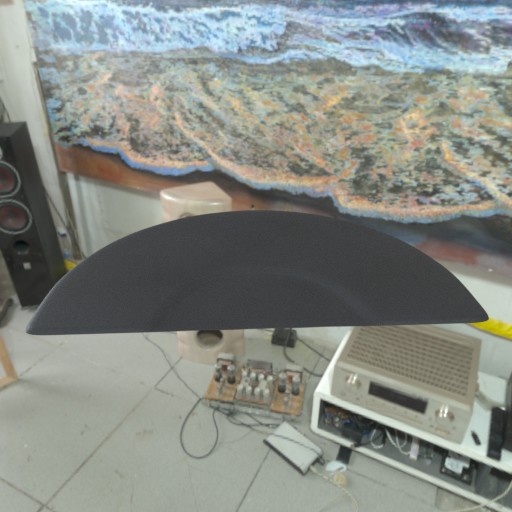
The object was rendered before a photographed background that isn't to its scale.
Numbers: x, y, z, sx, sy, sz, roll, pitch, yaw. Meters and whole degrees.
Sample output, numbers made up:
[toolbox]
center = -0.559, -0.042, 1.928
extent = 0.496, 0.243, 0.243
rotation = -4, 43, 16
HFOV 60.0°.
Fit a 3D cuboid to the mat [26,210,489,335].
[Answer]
[mat]
center = 0.000, 0.000, 1.817
extent = 1.525, 0.016, 0.917
rotation = -1, 30, -2
